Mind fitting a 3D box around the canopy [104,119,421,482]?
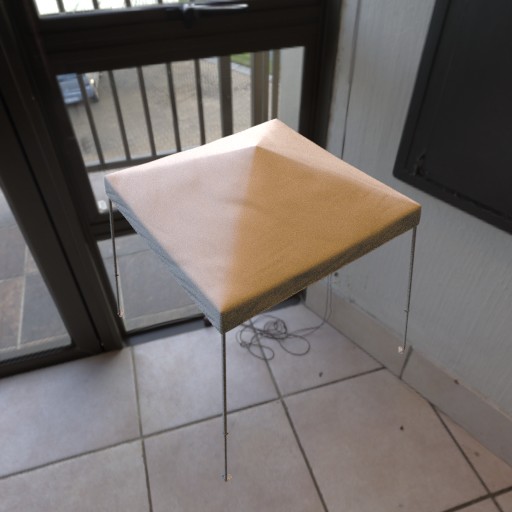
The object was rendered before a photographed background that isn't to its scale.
[{"bbox_3d":[0.000,0.000,5.174,2.848,2.849,2.849,-26,49,-25],"label":"canopy"}]
